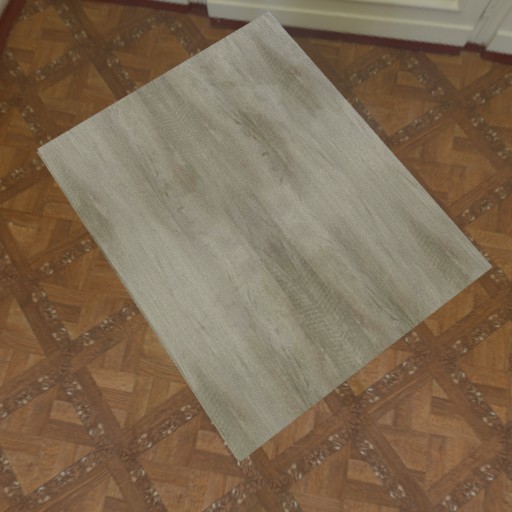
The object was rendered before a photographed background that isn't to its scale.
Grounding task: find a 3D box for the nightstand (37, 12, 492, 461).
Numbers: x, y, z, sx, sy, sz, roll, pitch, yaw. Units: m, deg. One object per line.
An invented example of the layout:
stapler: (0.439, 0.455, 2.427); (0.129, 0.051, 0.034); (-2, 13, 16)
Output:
nightstand: (0.000, 0.000, 0.730); (0.347, 0.448, 0.427); (-35, 78, -9)
